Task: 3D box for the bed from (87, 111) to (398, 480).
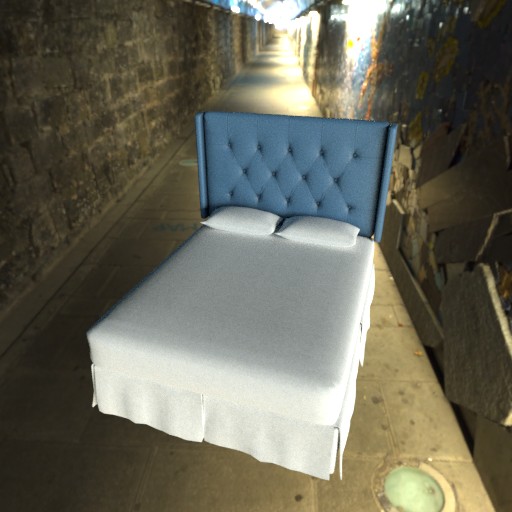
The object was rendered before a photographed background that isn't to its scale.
[{"bbox_3d":[0.000,0.000,3.254,1.719,1.665,2.078,9,29,16],"label":"bed"}]
